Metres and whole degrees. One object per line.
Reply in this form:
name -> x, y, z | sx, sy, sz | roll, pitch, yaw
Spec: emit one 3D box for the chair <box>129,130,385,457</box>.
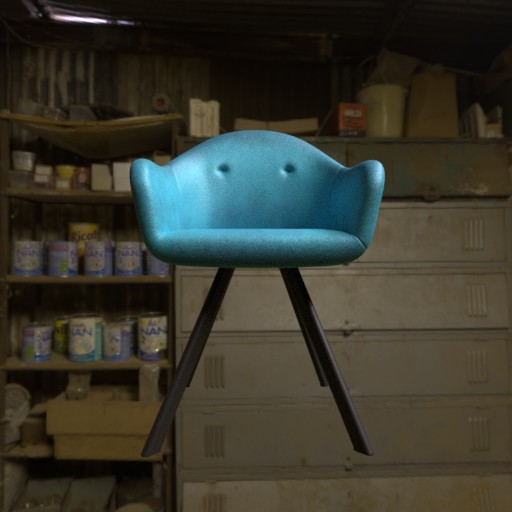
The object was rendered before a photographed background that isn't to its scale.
chair -> 0.000, 0.000, 1.149 | 0.540, 0.780, 0.570 | 0, 1, -1
